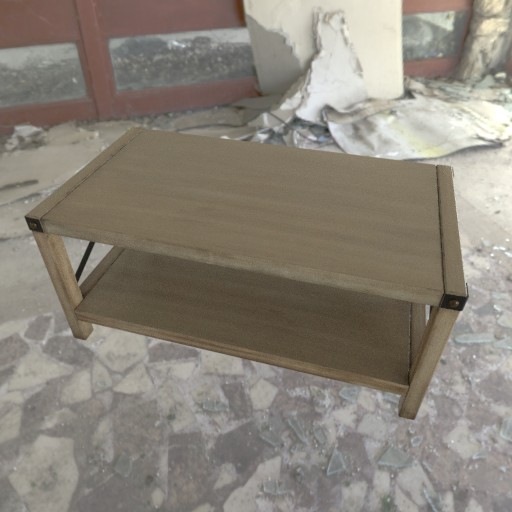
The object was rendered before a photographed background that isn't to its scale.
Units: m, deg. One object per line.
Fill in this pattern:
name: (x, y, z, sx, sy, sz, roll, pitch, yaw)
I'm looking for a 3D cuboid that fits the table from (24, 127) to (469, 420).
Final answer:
table: (0.000, 0.000, 1.300, 1.016, 0.456, 0.559, 10, 41, 12)
